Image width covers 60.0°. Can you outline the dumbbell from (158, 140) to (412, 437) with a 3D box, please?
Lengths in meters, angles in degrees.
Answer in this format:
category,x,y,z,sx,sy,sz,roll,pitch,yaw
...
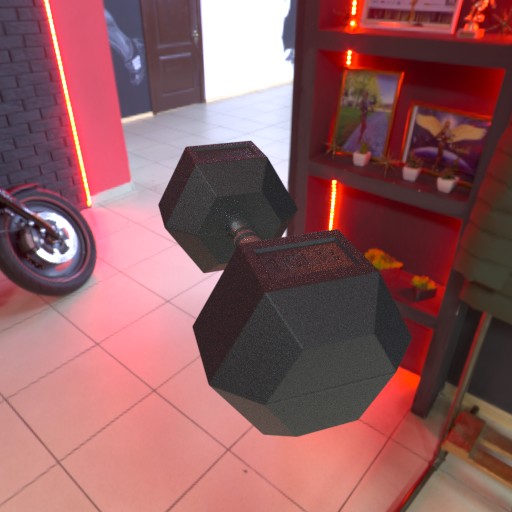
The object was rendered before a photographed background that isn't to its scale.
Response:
category,x,y,z,sx,sy,sz,roll,pitch,yaw
dumbbell,0.000,0.000,0.339,0.122,0.106,0.271,-9,33,-14
